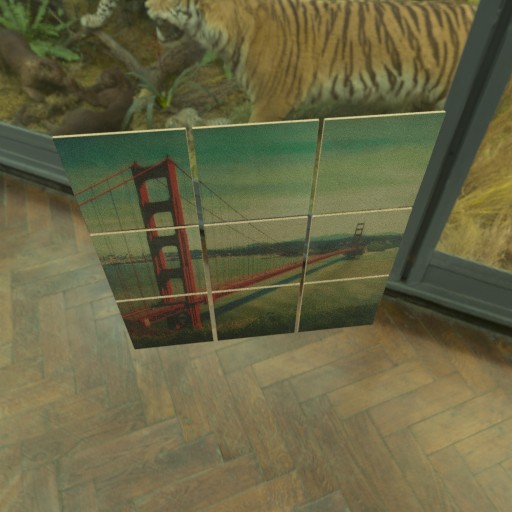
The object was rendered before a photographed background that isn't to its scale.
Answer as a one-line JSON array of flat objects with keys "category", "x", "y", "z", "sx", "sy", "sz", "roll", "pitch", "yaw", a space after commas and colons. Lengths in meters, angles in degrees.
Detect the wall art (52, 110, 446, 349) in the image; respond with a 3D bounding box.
[{"category": "wall art", "x": 0.000, "y": 0.000, "z": 2.260, "sx": 1.519, "sy": 1.507, "sz": 0.014, "roll": -5, "pitch": 48, "yaw": -5}]
